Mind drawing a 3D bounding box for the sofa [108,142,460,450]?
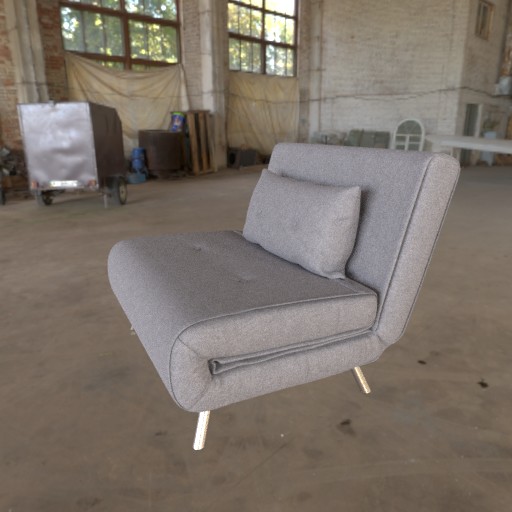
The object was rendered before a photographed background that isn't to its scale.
[{"bbox_3d":[0.000,0.000,1.746,1.000,0.825,1.020,-8,18,-26],"label":"sofa"}]
